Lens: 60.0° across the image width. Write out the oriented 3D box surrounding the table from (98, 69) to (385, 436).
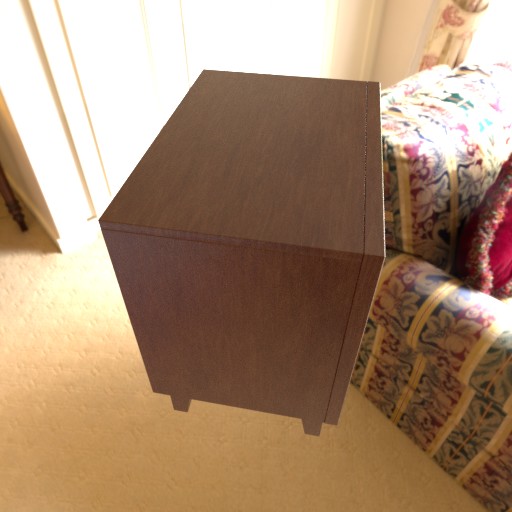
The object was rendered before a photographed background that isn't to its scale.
[{"bbox_3d":[0.000,0.000,1.015,0.449,0.609,0.557,7,45,8],"label":"table"}]
